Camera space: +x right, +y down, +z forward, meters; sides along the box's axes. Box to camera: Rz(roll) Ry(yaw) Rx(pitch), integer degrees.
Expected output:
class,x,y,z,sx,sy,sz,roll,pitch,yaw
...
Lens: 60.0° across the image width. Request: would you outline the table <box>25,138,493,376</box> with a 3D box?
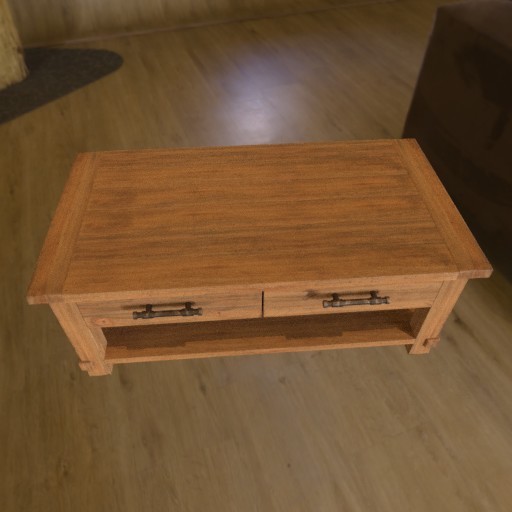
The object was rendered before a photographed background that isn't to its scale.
class,x,y,z,sx,sy,sz,roll,pitch,yaw
table,0.000,0.000,1.603,1.270,0.494,0.693,-3,46,-3
